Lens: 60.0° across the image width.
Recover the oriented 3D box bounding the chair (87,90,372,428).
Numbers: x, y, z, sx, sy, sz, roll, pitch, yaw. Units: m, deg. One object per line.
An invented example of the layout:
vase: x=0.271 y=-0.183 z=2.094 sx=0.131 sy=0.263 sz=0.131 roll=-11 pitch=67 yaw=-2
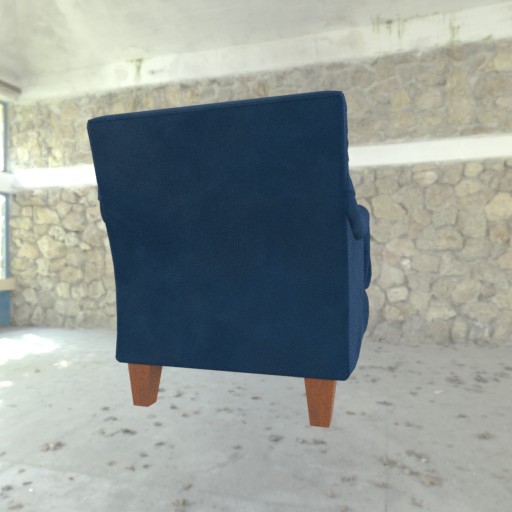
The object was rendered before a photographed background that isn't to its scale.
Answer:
chair: x=0.000 y=0.000 z=1.826 sx=0.895 sy=1.076 sz=1.078 roll=0 pitch=0 yaw=17
